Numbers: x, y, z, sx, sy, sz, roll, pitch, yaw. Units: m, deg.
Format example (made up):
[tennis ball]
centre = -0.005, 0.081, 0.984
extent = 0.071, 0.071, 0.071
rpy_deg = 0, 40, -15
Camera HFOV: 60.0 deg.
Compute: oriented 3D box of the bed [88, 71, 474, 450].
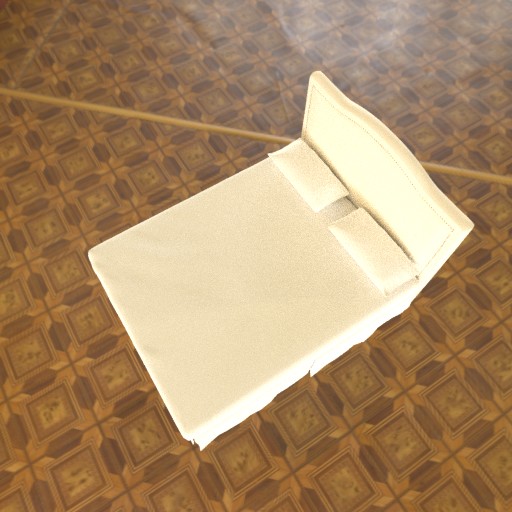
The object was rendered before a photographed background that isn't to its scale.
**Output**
[bed]
centre = 0.000, 0.000, 3.457
extent = 2.282, 1.436, 1.821
rpy_deg = -30, 67, -14
